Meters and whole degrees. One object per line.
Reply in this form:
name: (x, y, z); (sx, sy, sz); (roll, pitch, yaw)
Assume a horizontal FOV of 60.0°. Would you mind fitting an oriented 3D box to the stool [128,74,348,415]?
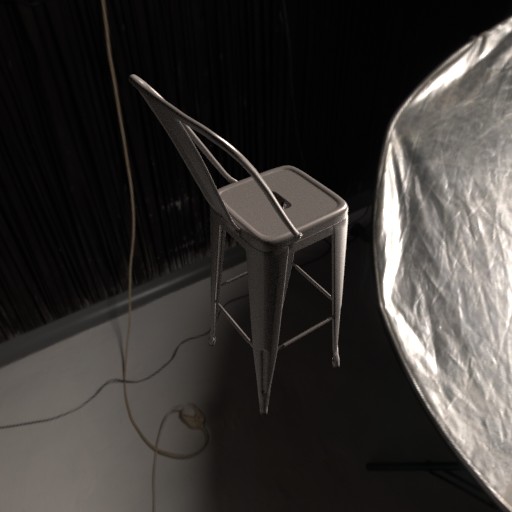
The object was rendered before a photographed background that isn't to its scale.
stool: (0.000, 0.000, 1.316); (0.513, 1.096, 0.399); (-24, 47, -25)
